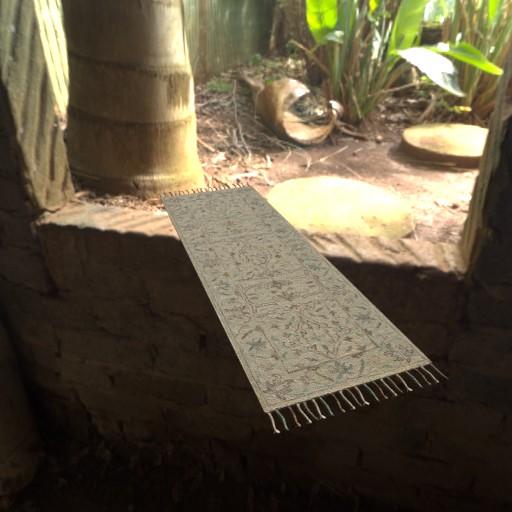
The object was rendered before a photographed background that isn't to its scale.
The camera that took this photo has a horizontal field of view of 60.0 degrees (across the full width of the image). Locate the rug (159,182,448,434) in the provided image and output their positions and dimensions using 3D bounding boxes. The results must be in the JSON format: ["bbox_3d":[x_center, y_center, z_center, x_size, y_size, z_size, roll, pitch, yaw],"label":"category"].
[{"bbox_3d":[0.000,0.000,2.671,0.769,0.013,2.440,-10,31,-18],"label":"rug"}]
